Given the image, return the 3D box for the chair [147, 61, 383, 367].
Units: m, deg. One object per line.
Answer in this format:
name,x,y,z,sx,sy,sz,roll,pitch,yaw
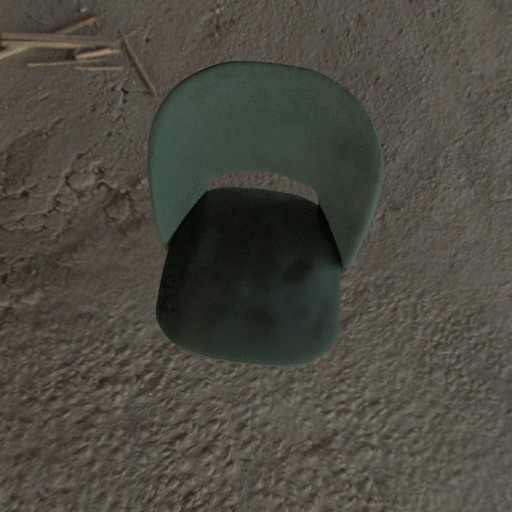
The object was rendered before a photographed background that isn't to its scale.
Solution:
chair,0.000,0.000,1.214,0.527,0.860,0.577,7,76,2
